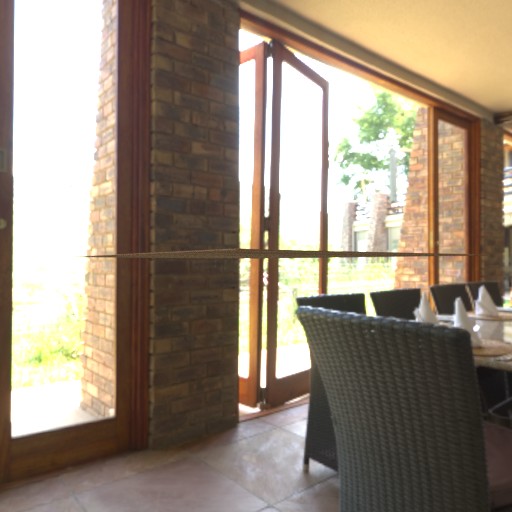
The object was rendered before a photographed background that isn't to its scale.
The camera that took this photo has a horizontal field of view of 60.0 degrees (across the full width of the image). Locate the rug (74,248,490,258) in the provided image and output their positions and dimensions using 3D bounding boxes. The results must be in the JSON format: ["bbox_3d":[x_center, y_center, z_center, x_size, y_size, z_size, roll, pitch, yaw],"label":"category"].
[{"bbox_3d":[0.000,0.000,4.050,2.436,0.011,3.045,1,-1,-36],"label":"rug"}]
